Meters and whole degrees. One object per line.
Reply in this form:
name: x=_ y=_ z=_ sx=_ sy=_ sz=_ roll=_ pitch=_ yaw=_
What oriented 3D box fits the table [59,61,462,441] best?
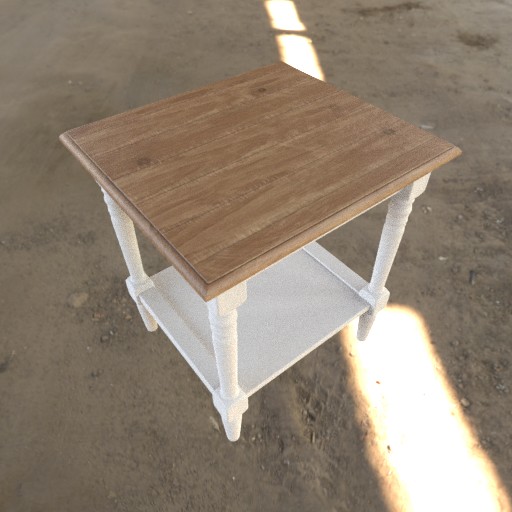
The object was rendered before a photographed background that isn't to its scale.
table: x=0.000 y=0.000 z=0.940 sx=0.508 sy=0.561 sz=0.457 roll=-29 pitch=52 yaw=-26
